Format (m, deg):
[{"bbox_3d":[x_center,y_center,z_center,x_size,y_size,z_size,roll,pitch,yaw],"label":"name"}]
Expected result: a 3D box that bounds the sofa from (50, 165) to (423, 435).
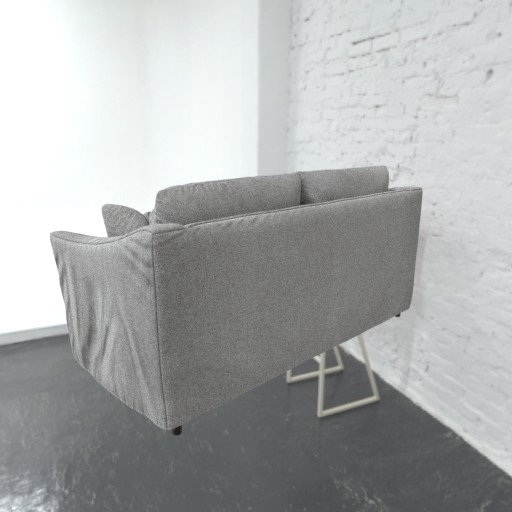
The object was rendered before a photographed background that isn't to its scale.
[{"bbox_3d":[0.000,0.000,2.634,2.010,1.018,1.072,-14,20,-42],"label":"sofa"}]
